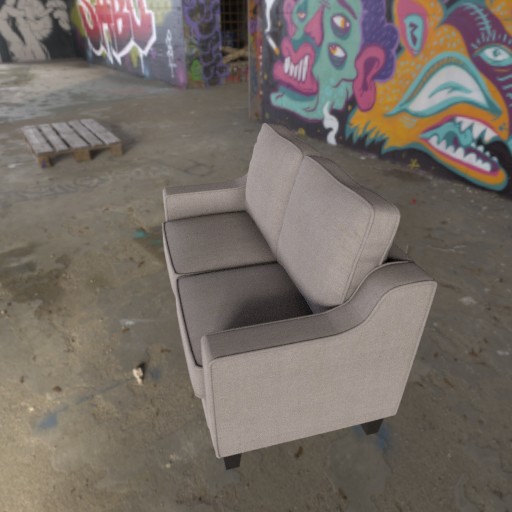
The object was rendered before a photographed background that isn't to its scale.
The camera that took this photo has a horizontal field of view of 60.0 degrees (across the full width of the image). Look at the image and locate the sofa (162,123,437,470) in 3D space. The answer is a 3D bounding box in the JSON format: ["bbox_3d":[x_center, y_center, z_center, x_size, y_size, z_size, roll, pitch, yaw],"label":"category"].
[{"bbox_3d":[0.000,0.000,2.063,0.791,0.948,1.500,-8,30,-13],"label":"sofa"}]
